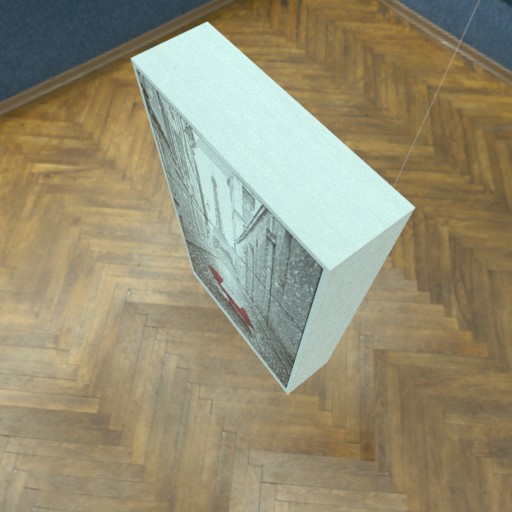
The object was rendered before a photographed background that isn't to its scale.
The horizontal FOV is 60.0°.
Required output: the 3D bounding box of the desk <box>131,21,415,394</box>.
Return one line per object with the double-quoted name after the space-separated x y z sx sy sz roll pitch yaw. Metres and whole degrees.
0.000 0.000 1.580 0.250 1.280 0.750 -34 68 -16 "desk"
